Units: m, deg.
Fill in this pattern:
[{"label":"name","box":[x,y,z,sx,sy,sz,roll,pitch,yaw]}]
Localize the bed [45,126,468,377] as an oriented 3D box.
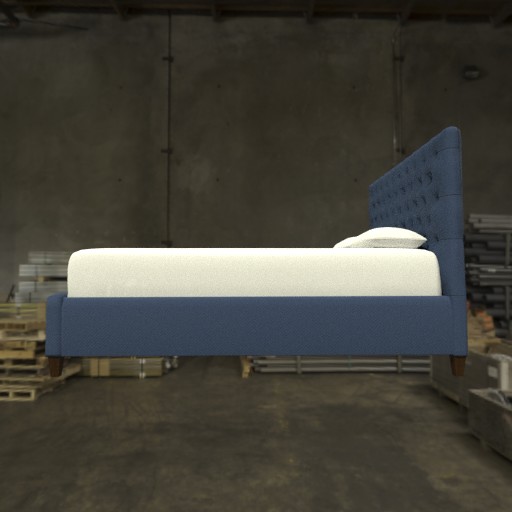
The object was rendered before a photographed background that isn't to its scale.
[{"label":"bed","box":[0.000,0.000,3.342,2.387,1.427,1.706,0,-2,0]}]
